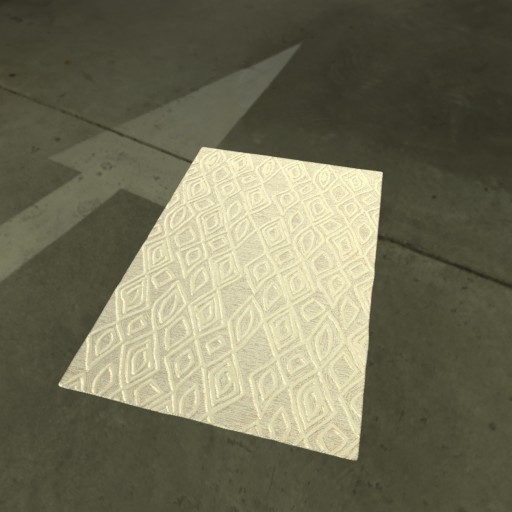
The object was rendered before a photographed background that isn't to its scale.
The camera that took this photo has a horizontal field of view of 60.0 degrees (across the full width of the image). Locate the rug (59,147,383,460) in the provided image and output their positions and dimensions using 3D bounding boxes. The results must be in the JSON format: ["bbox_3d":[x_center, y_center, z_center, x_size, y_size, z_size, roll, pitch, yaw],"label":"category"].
[{"bbox_3d":[0.000,0.000,2.327,1.224,0.016,1.832,10,47,10],"label":"rug"}]
